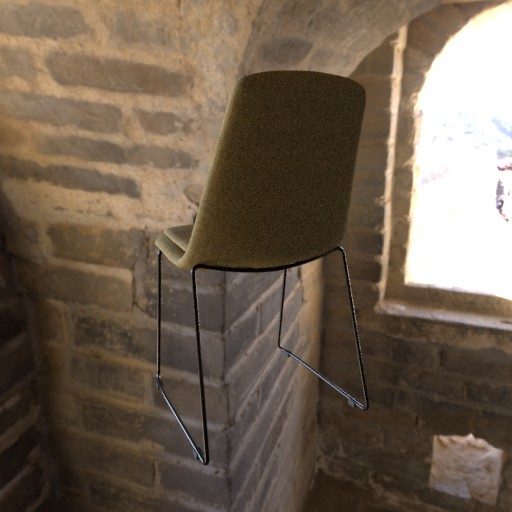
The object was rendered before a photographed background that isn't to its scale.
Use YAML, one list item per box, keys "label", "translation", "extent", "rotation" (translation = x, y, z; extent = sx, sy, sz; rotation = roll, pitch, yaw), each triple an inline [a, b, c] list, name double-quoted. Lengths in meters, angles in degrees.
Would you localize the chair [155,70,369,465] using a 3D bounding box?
- label: "chair"
  translation: [0.000, 0.000, 1.173]
  extent: [0.479, 0.849, 0.496]
  rotation: [-7, 16, -27]
